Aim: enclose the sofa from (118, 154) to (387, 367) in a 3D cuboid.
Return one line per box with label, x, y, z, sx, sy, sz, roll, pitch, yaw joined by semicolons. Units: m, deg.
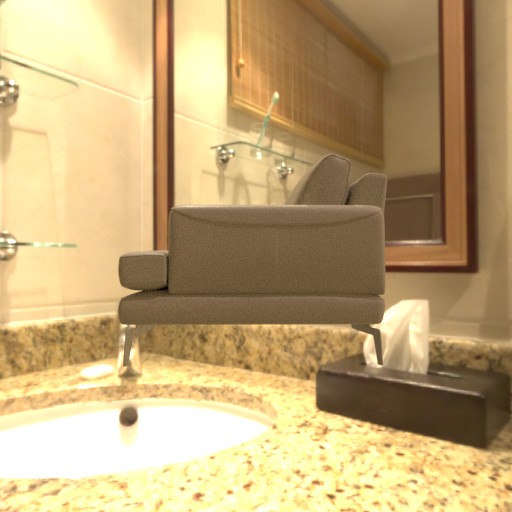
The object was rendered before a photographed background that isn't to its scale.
sofa;0.000;0.000;2.450;0.974;0.765;1.940;0;0;-1
